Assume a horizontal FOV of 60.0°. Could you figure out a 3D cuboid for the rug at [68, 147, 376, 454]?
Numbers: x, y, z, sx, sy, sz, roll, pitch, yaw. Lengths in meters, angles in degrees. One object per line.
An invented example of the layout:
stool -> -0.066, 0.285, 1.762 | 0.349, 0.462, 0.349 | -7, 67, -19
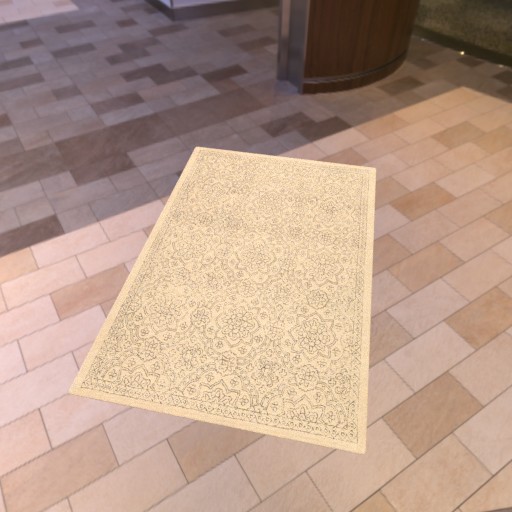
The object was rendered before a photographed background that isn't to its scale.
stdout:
rug -> 0.000, 0.000, 2.359 | 1.219, 0.010, 1.829 | 9, 48, 8
